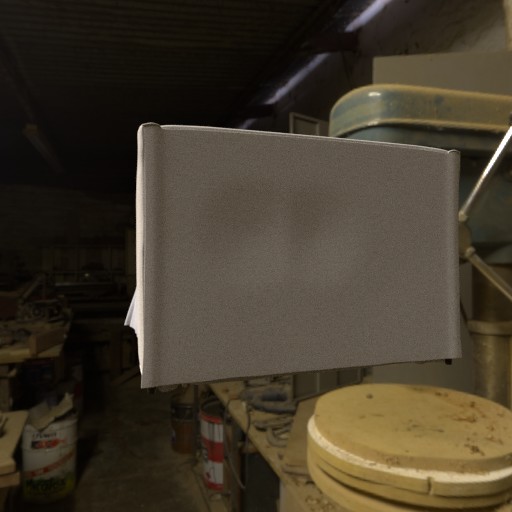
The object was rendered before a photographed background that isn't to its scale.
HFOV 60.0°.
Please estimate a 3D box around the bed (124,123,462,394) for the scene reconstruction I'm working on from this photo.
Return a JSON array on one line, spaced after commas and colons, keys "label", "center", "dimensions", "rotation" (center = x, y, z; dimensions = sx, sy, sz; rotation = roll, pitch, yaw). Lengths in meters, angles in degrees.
[{"label": "bed", "center": [0.000, 0.000, 3.476], "dimensions": [1.925, 1.332, 2.276], "rotation": [0, 1, -18]}]
